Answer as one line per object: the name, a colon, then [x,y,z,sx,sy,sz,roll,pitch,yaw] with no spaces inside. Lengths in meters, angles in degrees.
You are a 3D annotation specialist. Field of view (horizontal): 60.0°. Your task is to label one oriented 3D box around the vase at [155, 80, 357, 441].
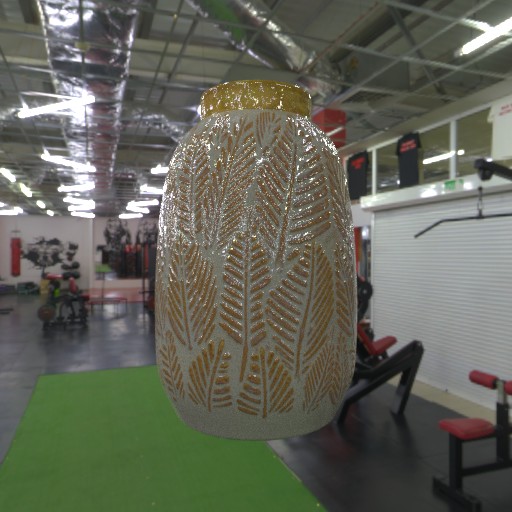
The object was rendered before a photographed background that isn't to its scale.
vase: [0.000,0.000,0.386,0.172,0.270,0.172,0,0,0]
